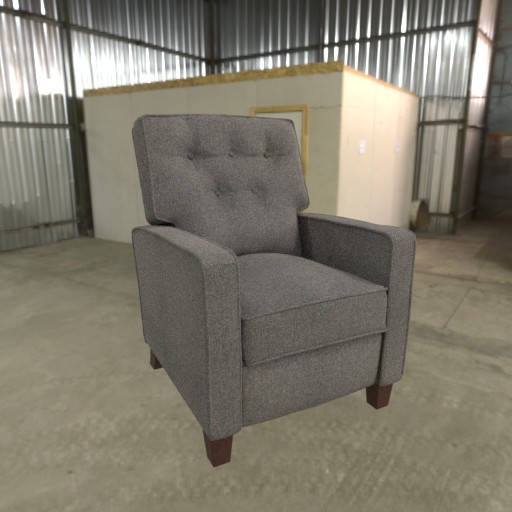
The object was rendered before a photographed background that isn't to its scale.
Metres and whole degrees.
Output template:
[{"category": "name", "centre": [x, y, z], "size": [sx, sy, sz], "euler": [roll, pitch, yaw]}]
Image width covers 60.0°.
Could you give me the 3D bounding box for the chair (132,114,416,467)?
[{"category": "chair", "centre": [0.000, 0.000, 1.422], "size": [0.650, 0.889, 0.775], "euler": [-7, 16, -27]}]
